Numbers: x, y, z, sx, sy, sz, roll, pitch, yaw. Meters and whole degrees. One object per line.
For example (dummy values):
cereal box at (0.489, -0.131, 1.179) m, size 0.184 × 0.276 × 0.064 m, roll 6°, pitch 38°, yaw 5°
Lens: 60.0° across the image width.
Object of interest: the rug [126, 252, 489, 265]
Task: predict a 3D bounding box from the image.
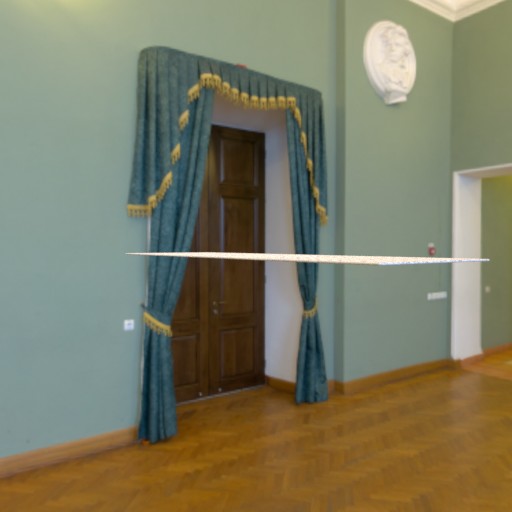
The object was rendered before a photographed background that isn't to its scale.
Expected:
rug at (0.000, 0.000, 2.695) m, size 0.750 × 0.009 × 2.435 m, roll -1°, pitch 2°, yaw -36°
